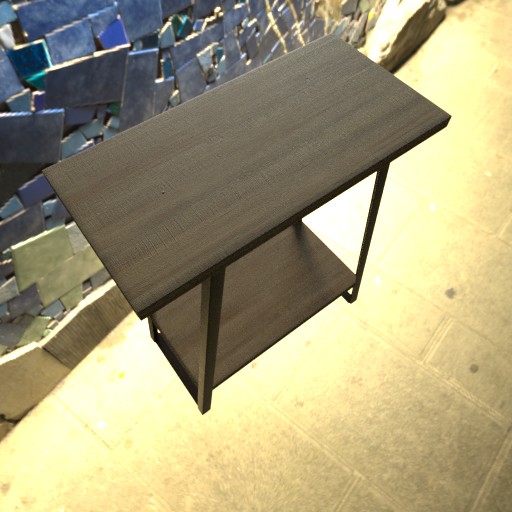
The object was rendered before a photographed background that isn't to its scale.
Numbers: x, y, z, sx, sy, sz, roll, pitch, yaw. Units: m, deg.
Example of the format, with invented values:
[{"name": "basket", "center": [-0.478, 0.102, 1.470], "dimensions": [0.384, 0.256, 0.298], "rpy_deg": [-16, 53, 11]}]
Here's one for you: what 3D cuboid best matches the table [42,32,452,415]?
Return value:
[{"name": "table", "center": [0.000, 0.000, 1.009], "dimensions": [0.599, 0.701, 0.300], "rpy_deg": [-33, 64, -18]}]
